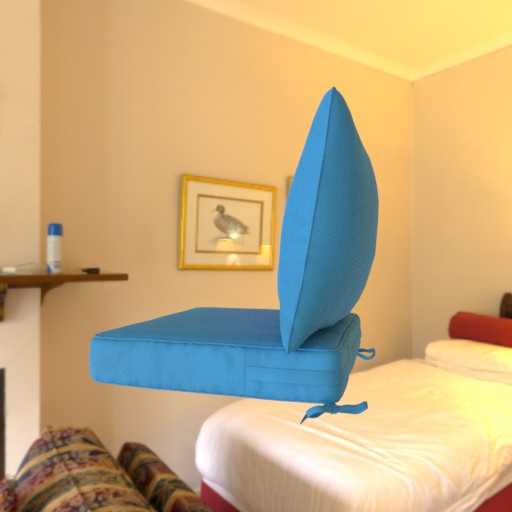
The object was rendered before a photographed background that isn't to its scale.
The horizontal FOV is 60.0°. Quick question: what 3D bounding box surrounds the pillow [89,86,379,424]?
[{"bbox_3d":[0.000,0.000,1.372,0.733,0.725,0.798,0,0,17],"label":"pillow"}]
